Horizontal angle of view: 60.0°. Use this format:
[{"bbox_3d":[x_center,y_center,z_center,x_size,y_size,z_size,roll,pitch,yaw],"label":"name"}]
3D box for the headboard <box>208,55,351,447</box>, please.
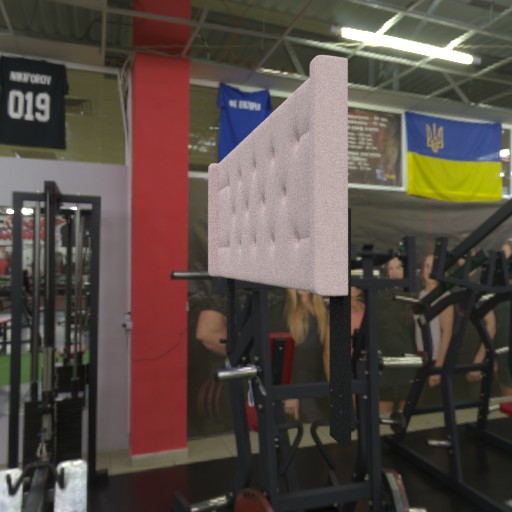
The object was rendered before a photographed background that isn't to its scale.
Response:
[{"bbox_3d":[0.000,0.000,2.676,0.184,1.524,2.051,0,0,-17],"label":"headboard"}]
